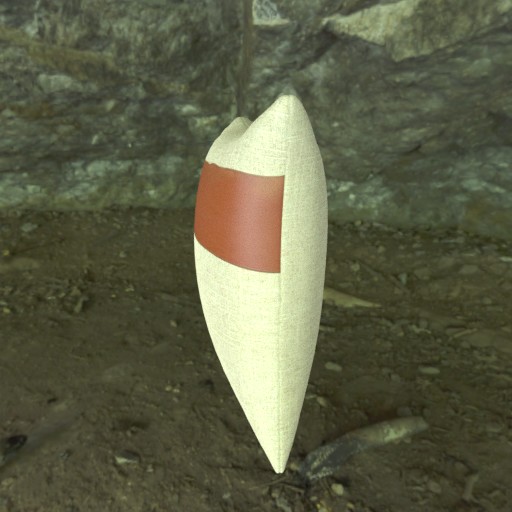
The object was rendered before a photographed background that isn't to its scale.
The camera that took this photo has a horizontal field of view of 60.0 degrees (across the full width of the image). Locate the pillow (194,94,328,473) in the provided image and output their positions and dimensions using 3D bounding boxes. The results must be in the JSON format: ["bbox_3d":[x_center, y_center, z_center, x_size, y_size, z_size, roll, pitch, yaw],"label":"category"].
[{"bbox_3d":[0.000,0.000,0.632,0.173,0.399,0.414,-2,15,-8],"label":"pillow"}]
